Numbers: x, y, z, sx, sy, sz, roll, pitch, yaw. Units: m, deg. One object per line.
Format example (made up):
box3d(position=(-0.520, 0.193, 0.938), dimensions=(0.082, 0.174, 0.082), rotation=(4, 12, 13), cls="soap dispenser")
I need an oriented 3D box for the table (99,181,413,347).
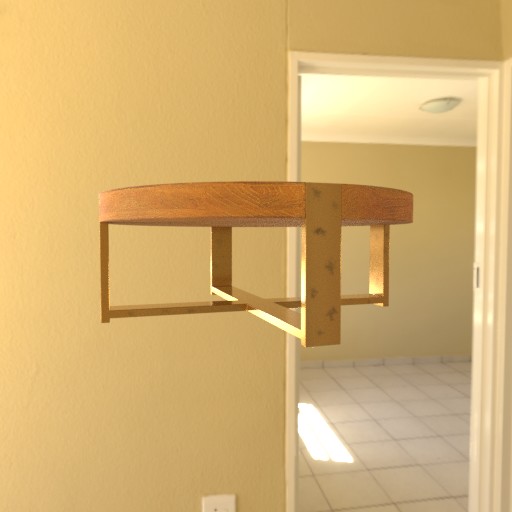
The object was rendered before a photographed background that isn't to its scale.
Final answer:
box3d(position=(0.000, 0.000, 1.659), dimensions=(1.100, 0.420, 1.100), rotation=(0, 3, 0), cls="table")
